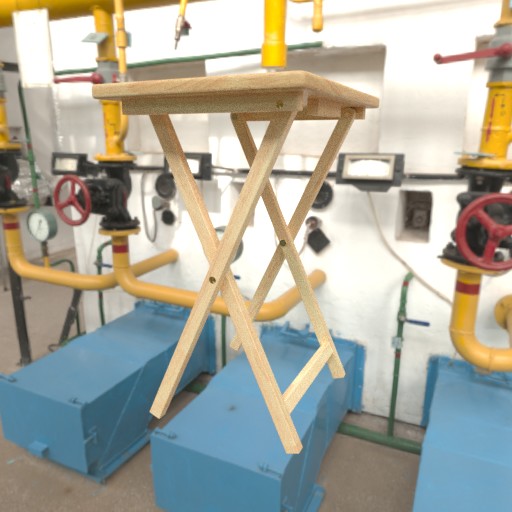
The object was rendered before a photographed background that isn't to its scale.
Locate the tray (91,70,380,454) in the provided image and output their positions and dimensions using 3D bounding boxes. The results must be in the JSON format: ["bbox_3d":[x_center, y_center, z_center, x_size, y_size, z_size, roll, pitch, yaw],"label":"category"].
[{"bbox_3d":[0.000,0.000,0.948,0.381,0.660,0.483,7,17,25],"label":"tray"}]
